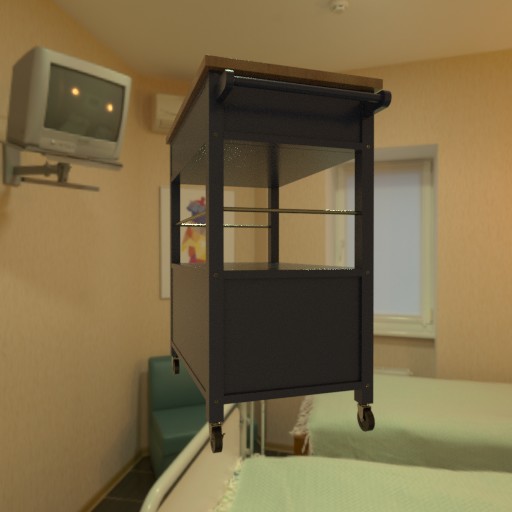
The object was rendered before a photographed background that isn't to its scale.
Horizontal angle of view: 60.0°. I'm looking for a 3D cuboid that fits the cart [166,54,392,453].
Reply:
[{"bbox_3d":[0.000,0.000,1.383,0.459,0.901,0.840,0,1,-18],"label":"cart"}]
